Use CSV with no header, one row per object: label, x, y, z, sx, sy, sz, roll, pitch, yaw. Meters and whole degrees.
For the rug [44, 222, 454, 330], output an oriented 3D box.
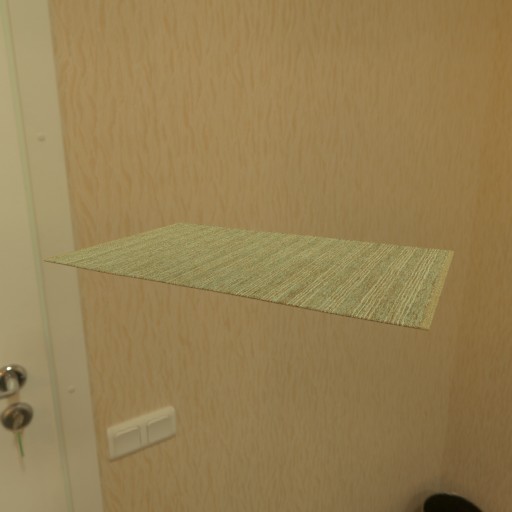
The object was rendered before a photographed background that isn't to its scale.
rug,0.000,0.000,3.096,2.448,0.012,1.540,8,17,26
